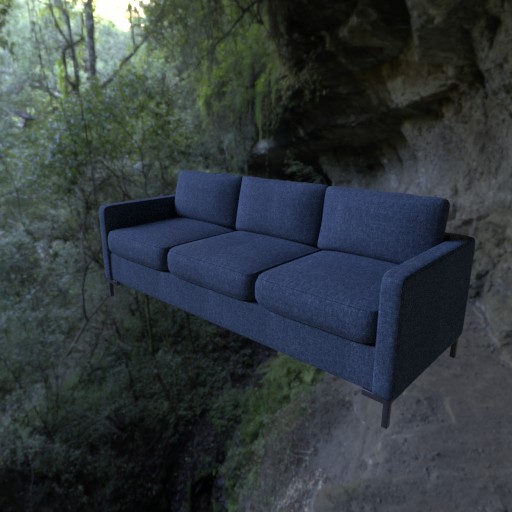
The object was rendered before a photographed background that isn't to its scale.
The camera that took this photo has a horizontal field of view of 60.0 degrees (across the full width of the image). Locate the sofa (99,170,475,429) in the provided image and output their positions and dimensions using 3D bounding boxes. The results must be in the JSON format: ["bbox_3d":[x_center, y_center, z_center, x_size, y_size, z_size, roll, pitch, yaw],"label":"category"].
[{"bbox_3d":[0.000,0.000,2.687,2.218,0.874,0.859,15,22,40],"label":"sofa"}]
